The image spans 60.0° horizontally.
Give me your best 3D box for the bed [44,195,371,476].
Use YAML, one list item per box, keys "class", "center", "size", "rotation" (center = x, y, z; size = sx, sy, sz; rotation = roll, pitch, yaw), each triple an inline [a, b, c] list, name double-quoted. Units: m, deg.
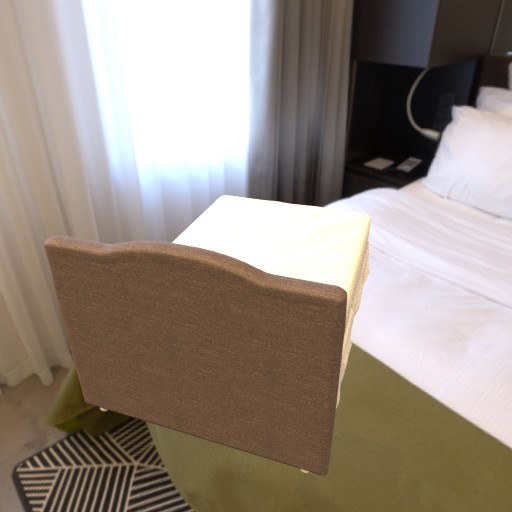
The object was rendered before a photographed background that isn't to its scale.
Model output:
- class: "bed"
  center: [0.000, 0.000, 3.557]
  size: [1.741, 1.441, 2.507]
  rotation: [10, 32, 16]
